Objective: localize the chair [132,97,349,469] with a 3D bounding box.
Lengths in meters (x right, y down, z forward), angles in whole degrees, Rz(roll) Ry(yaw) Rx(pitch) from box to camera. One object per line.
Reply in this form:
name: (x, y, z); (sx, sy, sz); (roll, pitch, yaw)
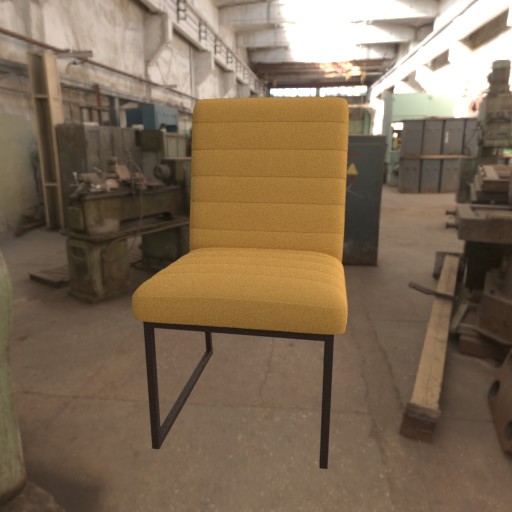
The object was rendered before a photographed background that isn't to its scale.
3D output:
chair: (0.000, 0.000, 1.312); (0.520, 0.930, 0.634); (2, 15, 9)
